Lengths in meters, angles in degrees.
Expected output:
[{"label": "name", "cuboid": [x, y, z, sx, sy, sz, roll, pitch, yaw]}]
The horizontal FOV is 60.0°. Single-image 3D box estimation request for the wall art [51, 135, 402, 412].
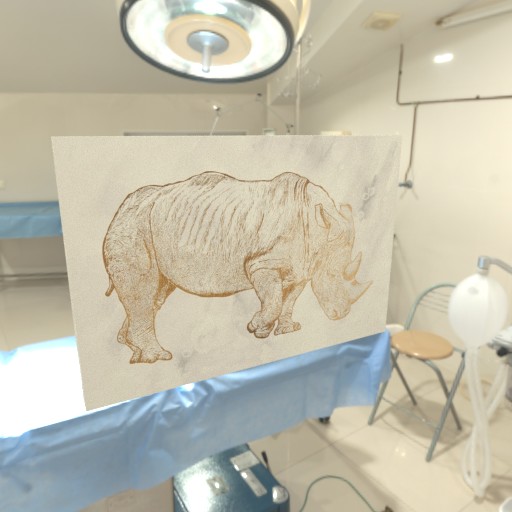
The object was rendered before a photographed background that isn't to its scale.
[{"label": "wall art", "cuboid": [0.000, 0.000, 0.777, 0.609, 0.407, 0.038, -8, 18, -27]}]
